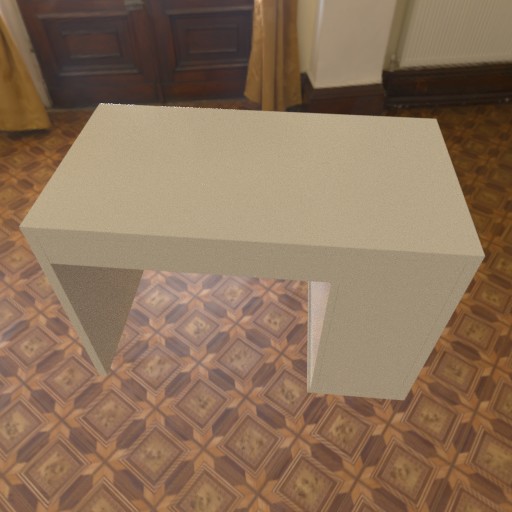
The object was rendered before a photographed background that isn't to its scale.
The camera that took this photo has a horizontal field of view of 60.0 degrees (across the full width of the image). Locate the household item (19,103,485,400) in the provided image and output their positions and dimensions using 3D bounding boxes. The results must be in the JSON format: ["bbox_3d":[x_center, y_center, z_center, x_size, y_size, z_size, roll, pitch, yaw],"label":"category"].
[{"bbox_3d":[0.000,0.000,1.517,1.100,0.749,0.597,4,47,3],"label":"household item"}]
